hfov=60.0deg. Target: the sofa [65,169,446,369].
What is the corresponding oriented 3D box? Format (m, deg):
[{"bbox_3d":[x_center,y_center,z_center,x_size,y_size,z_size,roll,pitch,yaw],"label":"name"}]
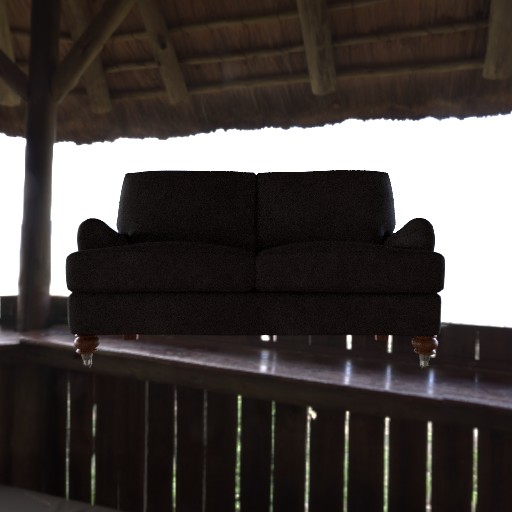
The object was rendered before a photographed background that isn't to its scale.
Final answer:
[{"bbox_3d":[0.000,0.000,2.588,1.853,1.101,1.084,0,0,1],"label":"sofa"}]
